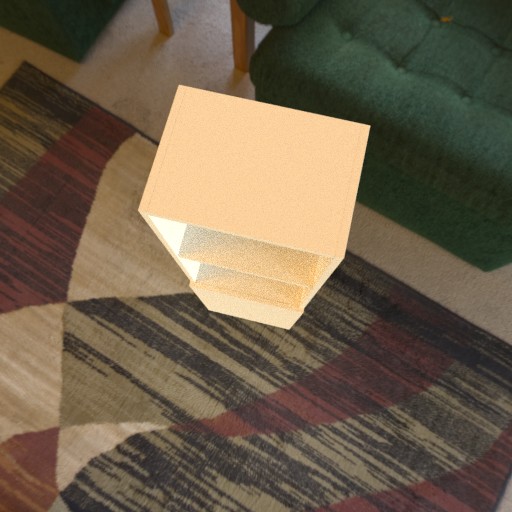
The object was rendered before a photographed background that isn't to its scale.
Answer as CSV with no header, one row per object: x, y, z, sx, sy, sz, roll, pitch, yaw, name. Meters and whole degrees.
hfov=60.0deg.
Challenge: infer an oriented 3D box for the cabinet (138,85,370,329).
0.000,0.000,1.520,0.400,1.350,0.300,13,76,3,cabinet
